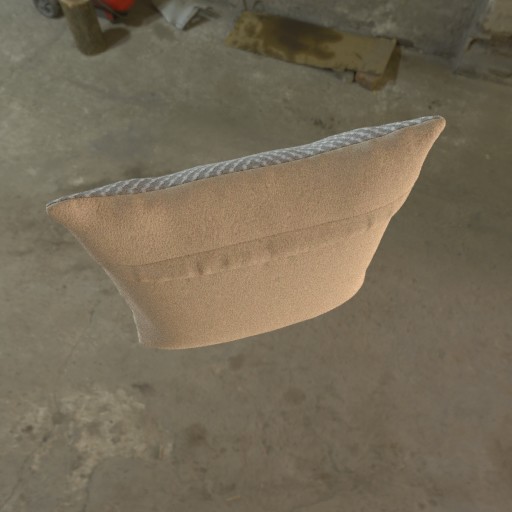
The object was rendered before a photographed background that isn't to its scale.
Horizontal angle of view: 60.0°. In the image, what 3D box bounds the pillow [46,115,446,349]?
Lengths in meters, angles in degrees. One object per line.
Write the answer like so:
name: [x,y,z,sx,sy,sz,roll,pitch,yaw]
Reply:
pillow: [0.000,0.000,0.684,0.459,0.458,0.181,-14,60,-8]
